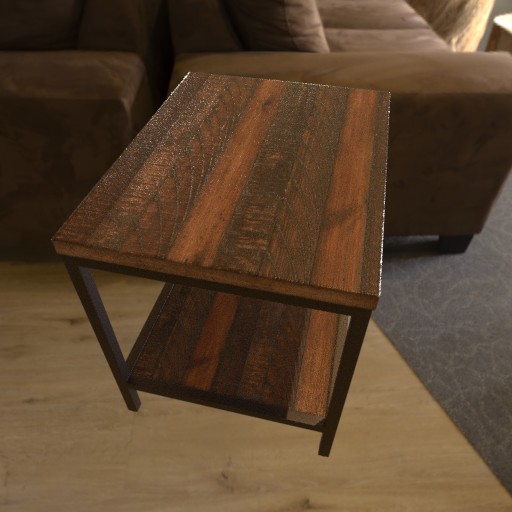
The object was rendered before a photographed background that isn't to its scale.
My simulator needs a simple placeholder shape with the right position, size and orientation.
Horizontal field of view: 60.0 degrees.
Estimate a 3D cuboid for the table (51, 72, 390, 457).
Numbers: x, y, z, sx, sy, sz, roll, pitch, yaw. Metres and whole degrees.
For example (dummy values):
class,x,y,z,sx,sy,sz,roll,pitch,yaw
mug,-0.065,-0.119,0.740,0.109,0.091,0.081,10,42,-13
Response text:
class,x,y,z,sx,sy,sz,roll,pitch,yaw
table,0.000,0.000,1.124,0.524,0.612,0.678,10,46,9
